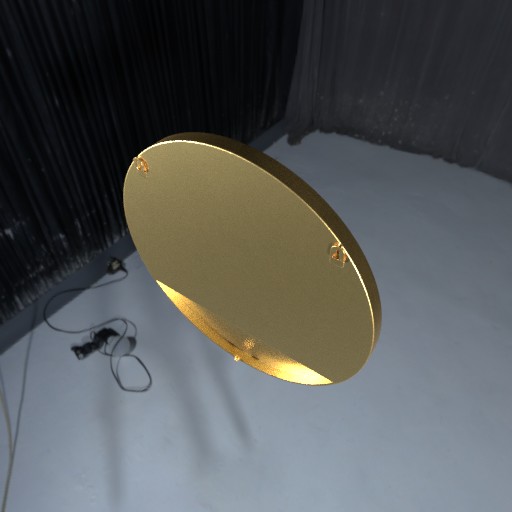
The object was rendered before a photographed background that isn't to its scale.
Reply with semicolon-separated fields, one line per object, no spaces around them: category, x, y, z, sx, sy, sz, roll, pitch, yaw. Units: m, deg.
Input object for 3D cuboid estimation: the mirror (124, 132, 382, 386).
mirror;0.000;0.000;0.718;0.457;0.457;0.133;26;51;23
